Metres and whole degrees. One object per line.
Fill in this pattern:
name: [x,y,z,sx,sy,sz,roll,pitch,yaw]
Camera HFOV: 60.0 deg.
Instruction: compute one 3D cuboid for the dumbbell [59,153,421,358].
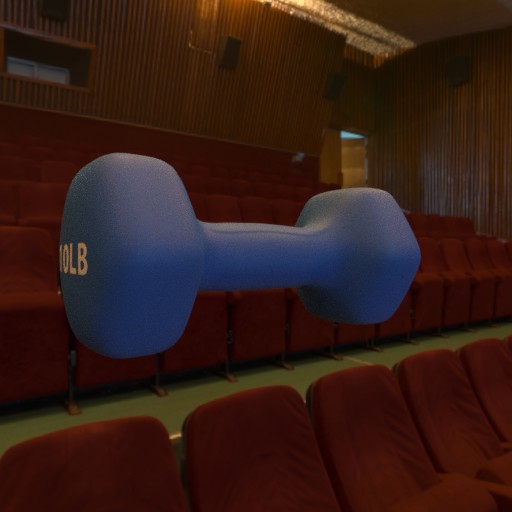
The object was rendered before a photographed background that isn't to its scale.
dumbbell: [0.000,0.000,0.264,0.212,0.093,0.103,0,0,-36]
